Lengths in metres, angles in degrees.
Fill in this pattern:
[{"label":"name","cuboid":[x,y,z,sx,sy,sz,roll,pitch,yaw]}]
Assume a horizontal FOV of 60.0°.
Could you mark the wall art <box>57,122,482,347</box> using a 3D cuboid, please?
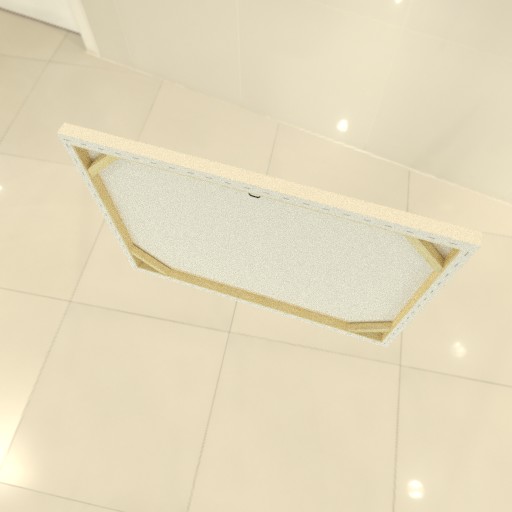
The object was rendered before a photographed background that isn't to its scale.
[{"label":"wall art","cuboid":[0.000,0.000,1.358,1.016,0.762,0.038,16,64,8]}]
